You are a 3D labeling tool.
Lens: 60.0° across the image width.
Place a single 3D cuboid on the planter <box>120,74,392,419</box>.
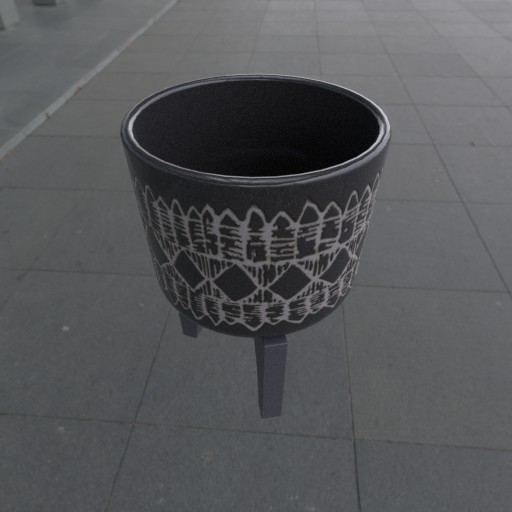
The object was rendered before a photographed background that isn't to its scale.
[{"bbox_3d":[0.000,0.000,0.271,0.129,0.177,0.129,0,40,0],"label":"planter"}]
